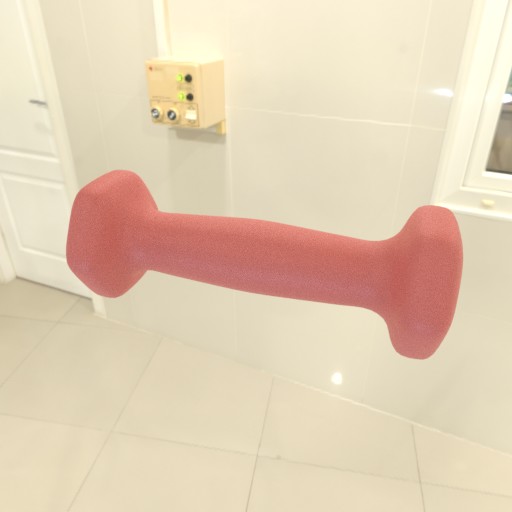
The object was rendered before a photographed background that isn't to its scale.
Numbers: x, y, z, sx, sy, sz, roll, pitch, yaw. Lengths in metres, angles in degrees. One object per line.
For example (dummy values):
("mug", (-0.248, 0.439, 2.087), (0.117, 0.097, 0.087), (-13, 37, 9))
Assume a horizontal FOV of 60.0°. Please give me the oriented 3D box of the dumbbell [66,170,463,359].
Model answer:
("dumbbell", (0.000, 0.000, 0.147), (0.123, 0.043, 0.047), (9, 32, 15))
